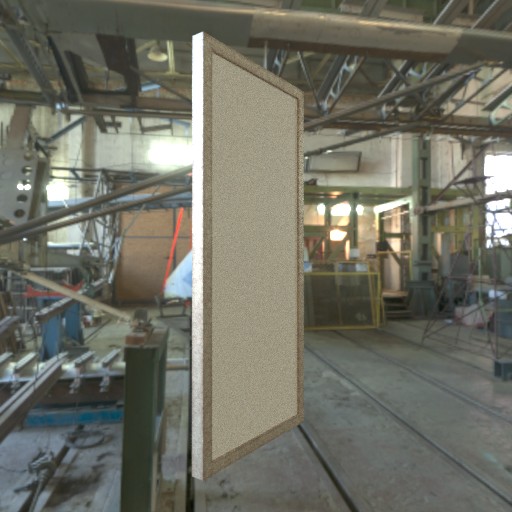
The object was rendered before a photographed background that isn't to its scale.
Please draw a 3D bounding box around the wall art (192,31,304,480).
[{"bbox_3d":[0.000,0.000,1.715,0.051,1.461,0.648,0,0,36],"label":"wall art"}]
